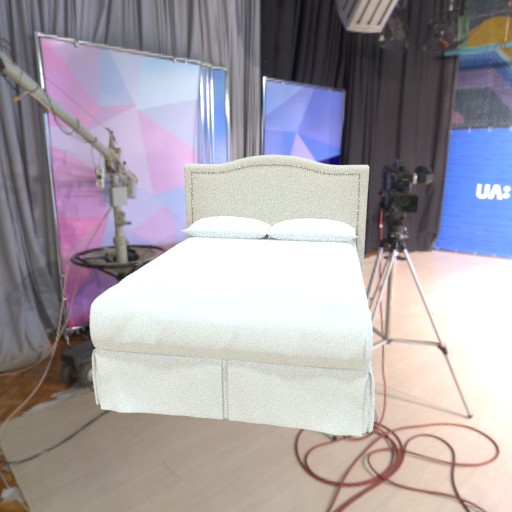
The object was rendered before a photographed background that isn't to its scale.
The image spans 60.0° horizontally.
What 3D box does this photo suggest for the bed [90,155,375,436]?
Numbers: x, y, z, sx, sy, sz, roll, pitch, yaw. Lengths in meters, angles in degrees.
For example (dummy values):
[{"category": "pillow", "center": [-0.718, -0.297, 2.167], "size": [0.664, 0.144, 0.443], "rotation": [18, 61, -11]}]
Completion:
[{"category": "bed", "center": [0.000, 0.000, 3.374], "size": [1.753, 1.460, 2.143], "rotation": [2, 14, 9]}]
